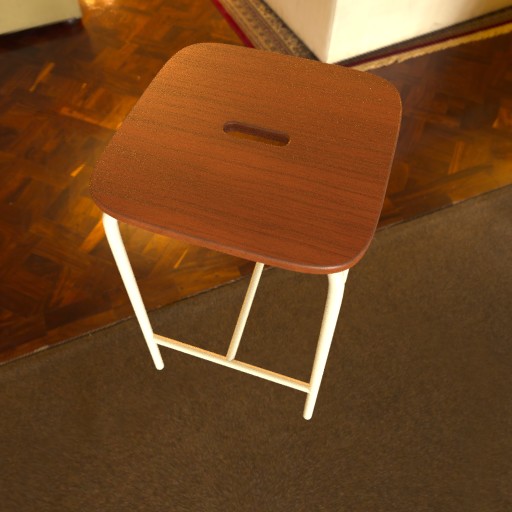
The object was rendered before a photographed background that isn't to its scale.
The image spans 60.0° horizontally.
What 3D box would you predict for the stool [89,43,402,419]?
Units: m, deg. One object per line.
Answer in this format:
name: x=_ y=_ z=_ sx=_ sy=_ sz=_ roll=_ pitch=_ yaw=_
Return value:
stool: x=0.000 y=0.000 z=0.844 sx=0.376 sy=0.610 sz=0.376 roll=16 pitch=59 yaw=10
